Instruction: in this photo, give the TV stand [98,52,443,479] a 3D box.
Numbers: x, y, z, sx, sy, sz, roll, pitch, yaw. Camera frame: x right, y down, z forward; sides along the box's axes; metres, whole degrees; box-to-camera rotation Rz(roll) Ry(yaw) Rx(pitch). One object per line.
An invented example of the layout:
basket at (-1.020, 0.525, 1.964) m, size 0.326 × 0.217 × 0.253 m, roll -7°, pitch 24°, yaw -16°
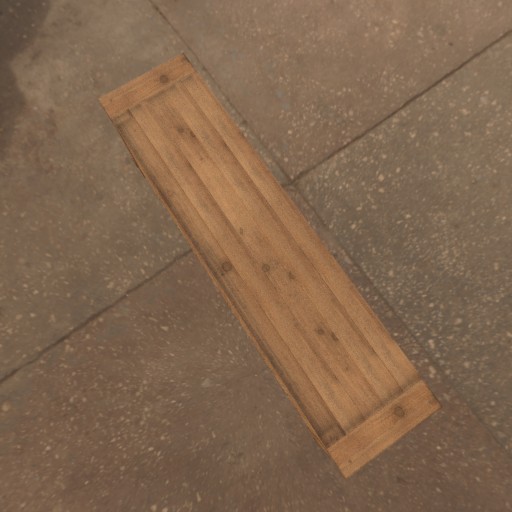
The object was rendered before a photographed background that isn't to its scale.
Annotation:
TV stand at (0.000, 0.000, 2.030) m, size 0.453 × 0.573 × 1.804 m, roll -33°, pitch 77°, yaw -8°
